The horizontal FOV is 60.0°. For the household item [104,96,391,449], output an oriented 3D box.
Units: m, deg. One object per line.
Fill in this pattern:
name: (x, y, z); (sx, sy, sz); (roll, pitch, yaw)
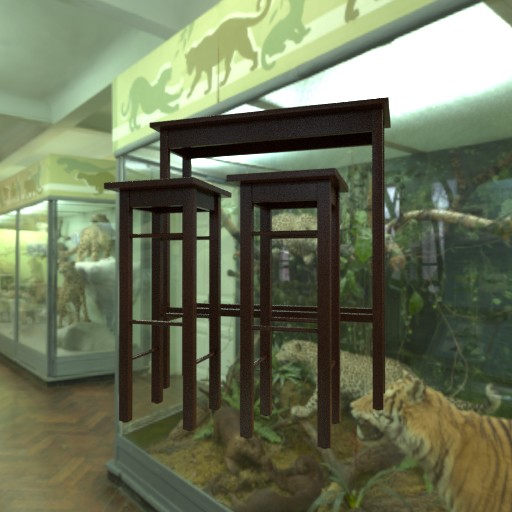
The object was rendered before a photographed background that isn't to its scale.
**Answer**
household item: (0.000, 0.000, 1.587); (0.914, 1.067, 0.676); (0, -1, 18)
